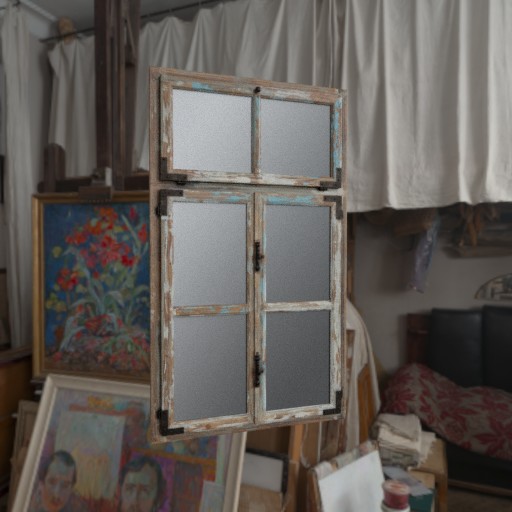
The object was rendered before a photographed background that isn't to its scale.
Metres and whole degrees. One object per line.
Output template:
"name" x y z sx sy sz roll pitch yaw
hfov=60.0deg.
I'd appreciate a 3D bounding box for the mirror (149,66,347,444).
"mirror" 0.000 0.000 1.523 0.707 1.213 0.083 0 1 -18
